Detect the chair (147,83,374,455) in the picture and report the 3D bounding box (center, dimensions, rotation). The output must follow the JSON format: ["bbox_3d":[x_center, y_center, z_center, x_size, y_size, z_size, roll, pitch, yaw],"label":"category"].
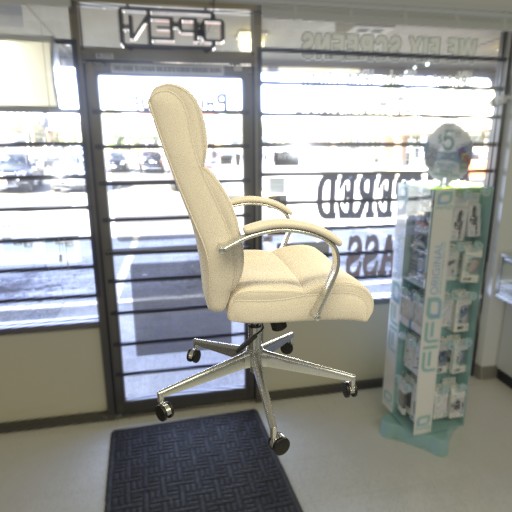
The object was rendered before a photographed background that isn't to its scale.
[{"bbox_3d":[0.000,0.000,1.575,0.745,1.099,0.727,-2,14,-9],"label":"chair"}]
